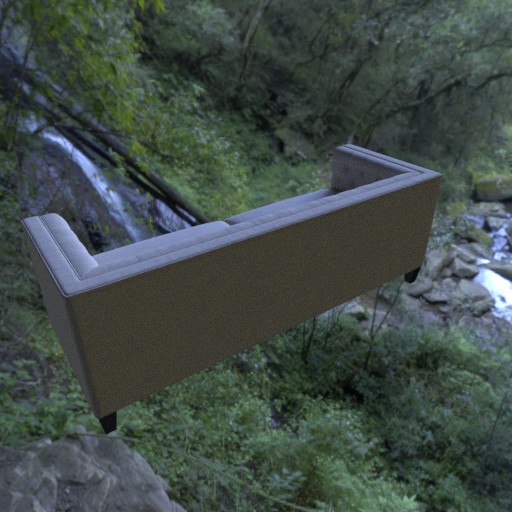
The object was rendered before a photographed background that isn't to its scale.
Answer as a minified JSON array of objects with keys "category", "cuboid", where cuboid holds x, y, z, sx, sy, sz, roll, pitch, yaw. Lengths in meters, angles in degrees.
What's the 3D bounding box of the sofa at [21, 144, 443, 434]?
[{"category":"sofa","cuboid":[0.000,0.000,2.525,2.159,0.762,0.775,-19,36,-30]}]
